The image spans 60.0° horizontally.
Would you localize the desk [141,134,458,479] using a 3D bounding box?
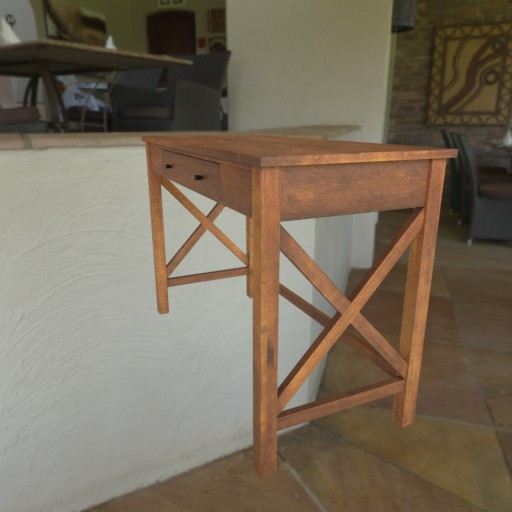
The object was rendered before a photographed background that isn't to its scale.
[{"bbox_3d":[0.000,0.000,1.514,0.508,0.762,1.117,-8,19,-24],"label":"desk"}]
